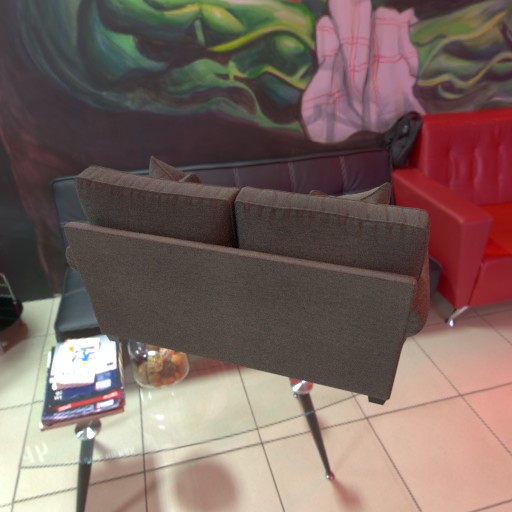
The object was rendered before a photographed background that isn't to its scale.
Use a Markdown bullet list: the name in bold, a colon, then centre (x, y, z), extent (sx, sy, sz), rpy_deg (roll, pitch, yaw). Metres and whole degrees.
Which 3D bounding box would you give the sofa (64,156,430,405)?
- **sofa**: centre (0.000, 0.000, 2.340), extent (1.701, 0.966, 0.966), rpy_deg (9, 33, 15)
